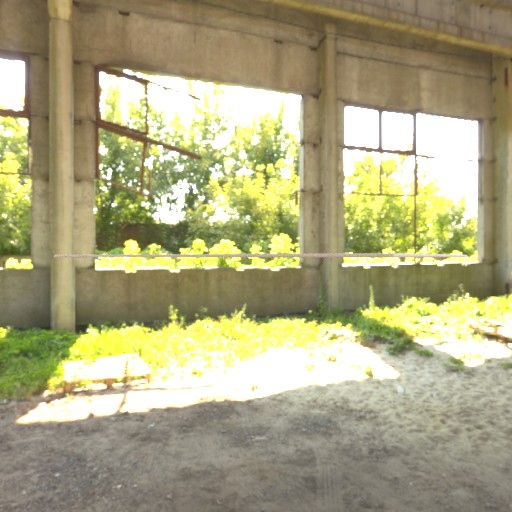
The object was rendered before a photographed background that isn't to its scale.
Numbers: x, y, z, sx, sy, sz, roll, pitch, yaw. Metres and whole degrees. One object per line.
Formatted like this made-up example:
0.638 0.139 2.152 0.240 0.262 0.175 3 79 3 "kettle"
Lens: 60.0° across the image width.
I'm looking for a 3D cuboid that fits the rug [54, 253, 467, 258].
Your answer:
0.000 0.000 2.116 1.676 0.013 1.067 0 0 35 "rug"
